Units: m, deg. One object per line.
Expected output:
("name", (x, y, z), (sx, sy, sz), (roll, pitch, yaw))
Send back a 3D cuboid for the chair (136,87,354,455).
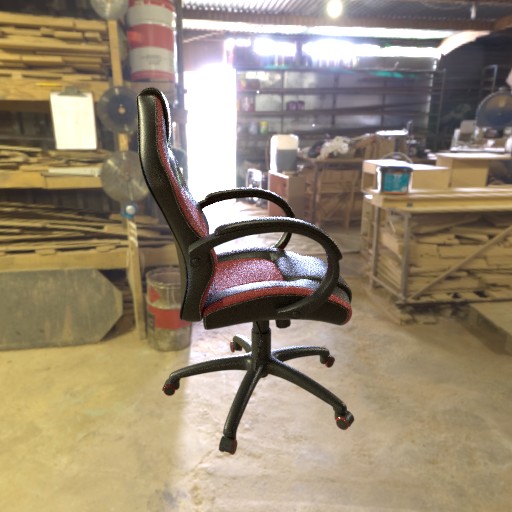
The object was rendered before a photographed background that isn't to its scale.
("chair", (0.000, 0.000, 1.690), (0.783, 1.189, 0.750), (-3, 17, -9))
